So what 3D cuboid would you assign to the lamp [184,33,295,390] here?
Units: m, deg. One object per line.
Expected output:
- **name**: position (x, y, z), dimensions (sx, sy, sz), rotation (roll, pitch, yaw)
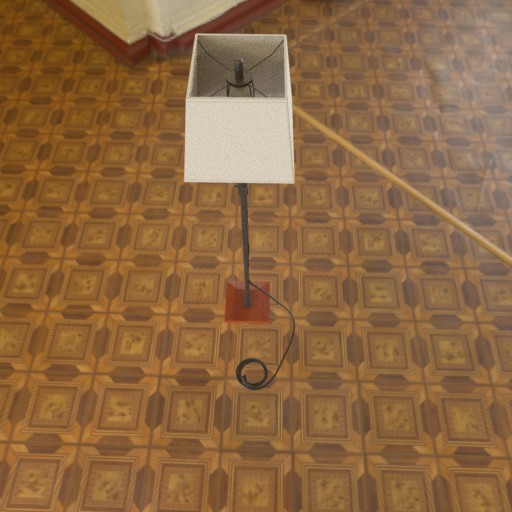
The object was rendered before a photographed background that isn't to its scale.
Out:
- **lamp**: position (0.000, 0.000, 1.947), dimensions (0.472, 1.712, 0.745), rotation (1, 59, 1)
